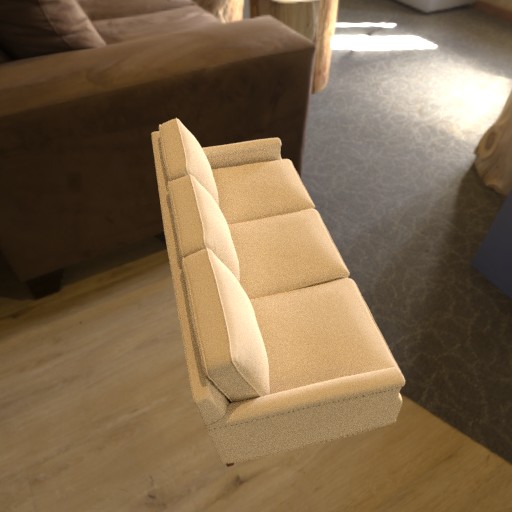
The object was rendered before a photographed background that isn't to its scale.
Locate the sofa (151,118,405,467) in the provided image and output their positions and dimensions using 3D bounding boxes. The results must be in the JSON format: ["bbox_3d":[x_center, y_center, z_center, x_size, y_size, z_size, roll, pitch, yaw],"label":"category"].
[{"bbox_3d":[0.000,0.000,2.882,1.084,1.003,2.246,-10,47,-10],"label":"sofa"}]
